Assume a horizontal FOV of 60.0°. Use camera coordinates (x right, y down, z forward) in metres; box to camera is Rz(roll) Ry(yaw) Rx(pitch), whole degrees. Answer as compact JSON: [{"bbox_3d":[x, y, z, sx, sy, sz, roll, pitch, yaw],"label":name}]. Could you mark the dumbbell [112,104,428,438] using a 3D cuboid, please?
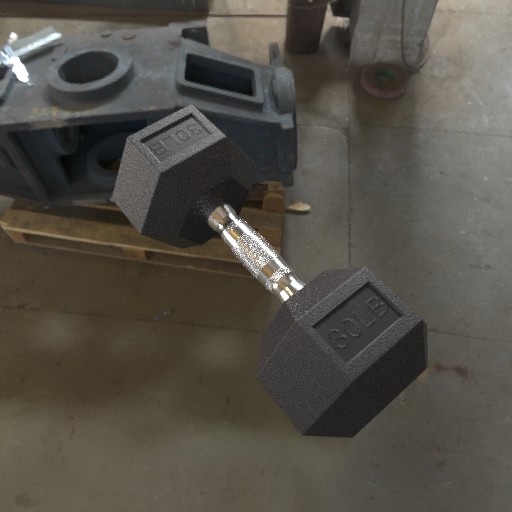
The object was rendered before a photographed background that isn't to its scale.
[{"bbox_3d":[0.000,0.000,0.412,0.142,0.123,0.337,-35,65,-19],"label":"dumbbell"}]
